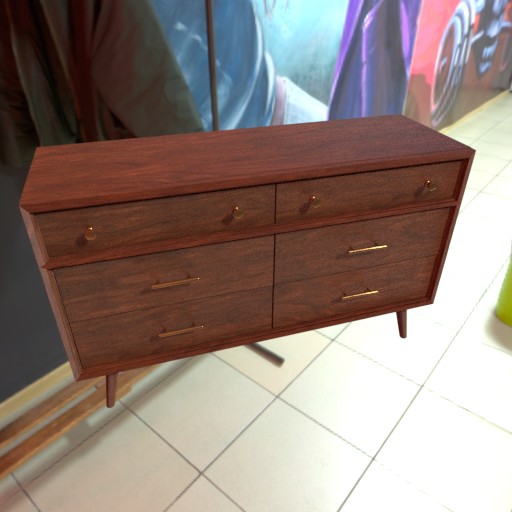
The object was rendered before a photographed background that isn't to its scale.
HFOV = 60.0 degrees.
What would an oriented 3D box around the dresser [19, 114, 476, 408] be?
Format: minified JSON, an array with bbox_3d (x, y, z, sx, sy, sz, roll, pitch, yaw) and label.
[{"bbox_3d":[0.000,0.000,1.794,1.472,0.889,0.500,-9,34,-14],"label":"dresser"}]
